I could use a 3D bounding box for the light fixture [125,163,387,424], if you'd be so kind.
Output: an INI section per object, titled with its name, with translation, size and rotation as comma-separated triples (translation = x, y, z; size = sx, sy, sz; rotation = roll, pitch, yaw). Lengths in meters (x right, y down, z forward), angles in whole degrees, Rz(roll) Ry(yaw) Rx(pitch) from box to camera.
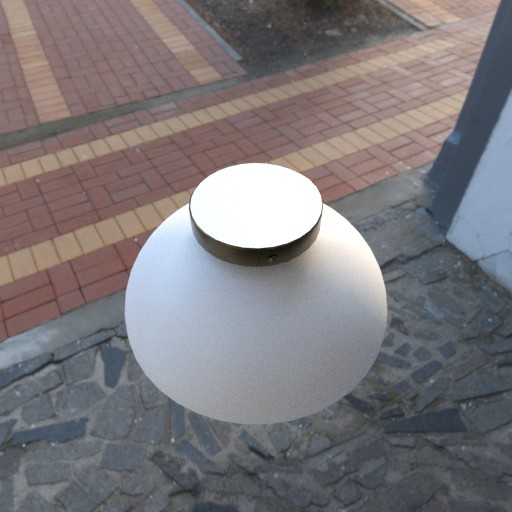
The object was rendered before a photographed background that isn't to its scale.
[light fixture]
translation = 0.000, 0.000, 0.555
size = 0.355, 0.177, 0.355
rotation = 0, 47, 0
